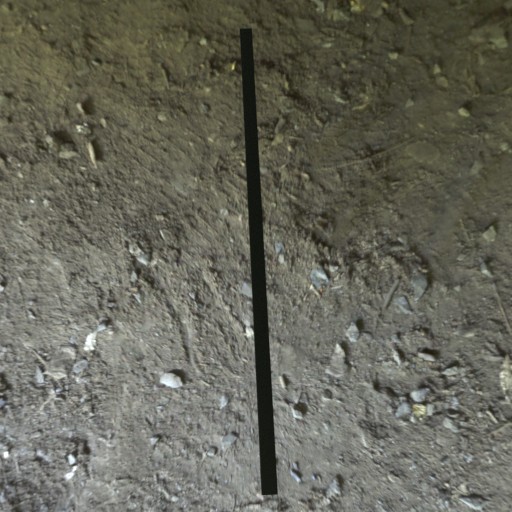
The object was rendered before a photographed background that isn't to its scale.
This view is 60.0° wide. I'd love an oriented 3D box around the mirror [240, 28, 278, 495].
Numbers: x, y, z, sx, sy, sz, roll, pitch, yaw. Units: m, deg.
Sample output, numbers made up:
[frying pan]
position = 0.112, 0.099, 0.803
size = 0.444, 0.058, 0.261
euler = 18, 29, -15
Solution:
[mirror]
position = 0.000, 0.000, 1.786
size = 0.047, 0.692, 1.584
euler = -3, 75, -1
